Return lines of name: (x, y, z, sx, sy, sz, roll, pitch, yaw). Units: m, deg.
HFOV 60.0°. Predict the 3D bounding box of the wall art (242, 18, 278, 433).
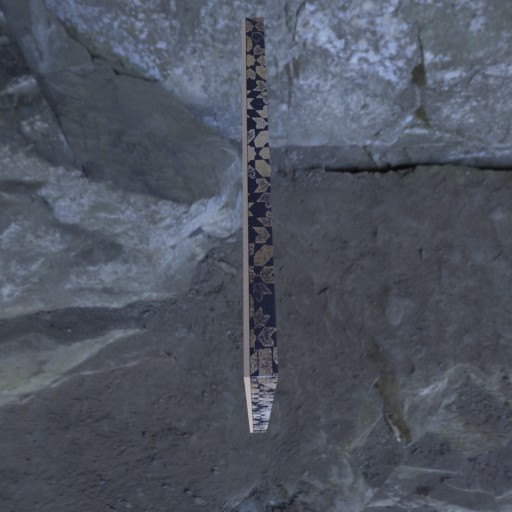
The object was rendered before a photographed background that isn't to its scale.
wall art: (0.000, 0.000, 0.898, 0.038, 0.612, 0.612, -1, 63, 0)
